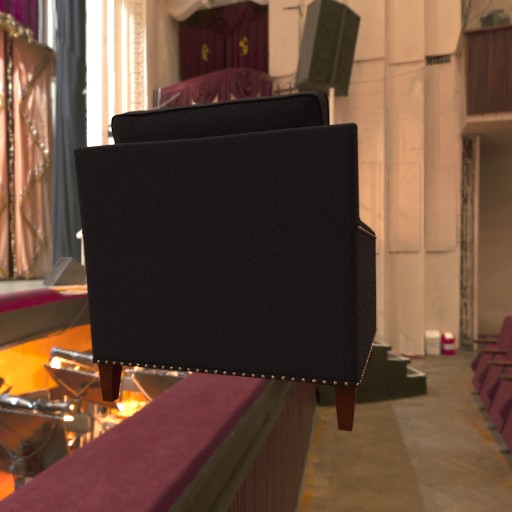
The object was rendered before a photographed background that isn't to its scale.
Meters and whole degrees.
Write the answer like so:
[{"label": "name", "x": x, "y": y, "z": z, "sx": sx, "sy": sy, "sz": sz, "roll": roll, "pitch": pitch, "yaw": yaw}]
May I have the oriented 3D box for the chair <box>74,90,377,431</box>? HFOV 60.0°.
[{"label": "chair", "x": 0.000, "y": 0.000, "z": 1.690, "sx": 0.853, "sy": 0.943, "sz": 1.014, "roll": 0, "pitch": 0, "yaw": 18}]
